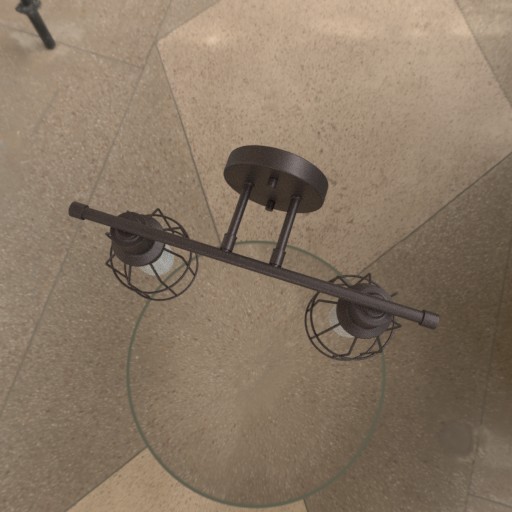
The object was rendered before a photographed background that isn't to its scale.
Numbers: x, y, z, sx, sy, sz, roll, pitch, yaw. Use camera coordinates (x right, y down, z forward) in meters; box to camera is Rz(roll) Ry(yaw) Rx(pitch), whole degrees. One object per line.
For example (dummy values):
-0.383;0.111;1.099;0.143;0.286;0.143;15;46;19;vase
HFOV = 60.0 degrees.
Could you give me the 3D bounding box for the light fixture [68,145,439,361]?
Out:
0.000;0.000;0.545;0.406;0.254;0.165;17;77;4;light fixture
